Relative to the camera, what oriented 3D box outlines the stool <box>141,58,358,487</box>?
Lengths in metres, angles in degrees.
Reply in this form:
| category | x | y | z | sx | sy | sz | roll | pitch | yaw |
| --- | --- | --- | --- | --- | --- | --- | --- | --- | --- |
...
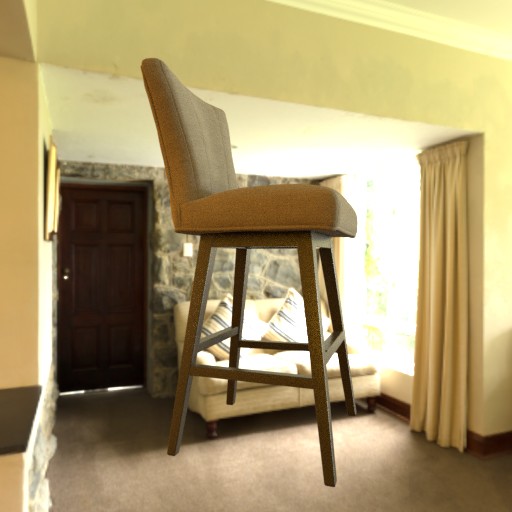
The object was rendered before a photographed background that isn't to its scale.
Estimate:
| category | x | y | z | sx | sy | sz | roll | pitch | yaw |
| --- | --- | --- | --- | --- | --- | --- | --- | --- | --- |
| stool | 0.000 | 0.000 | 1.365 | 0.574 | 1.086 | 0.514 | 0 | 0 | 18 |
